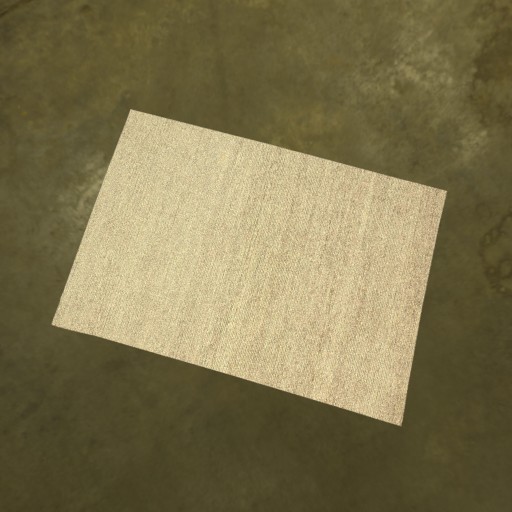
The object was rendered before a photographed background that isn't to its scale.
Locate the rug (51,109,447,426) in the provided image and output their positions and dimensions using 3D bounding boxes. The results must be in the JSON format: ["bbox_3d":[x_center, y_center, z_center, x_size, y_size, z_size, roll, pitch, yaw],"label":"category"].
[{"bbox_3d":[0.000,0.000,2.989,2.342,0.030,1.609,15,79,3],"label":"rug"}]
